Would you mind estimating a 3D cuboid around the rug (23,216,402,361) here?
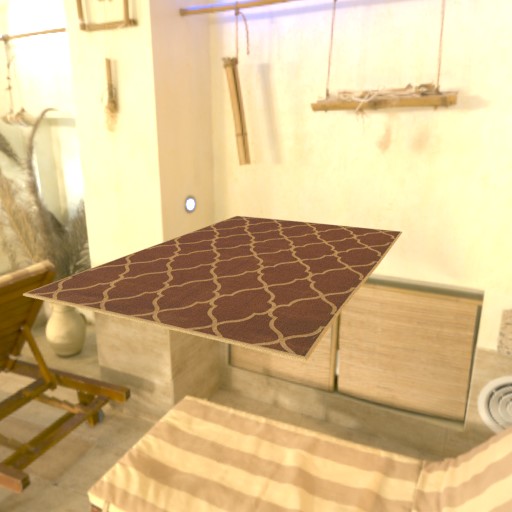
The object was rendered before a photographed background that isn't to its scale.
[{"bbox_3d":[0.000,0.000,2.909,1.526,0.014,2.290,8,18,25],"label":"rug"}]
